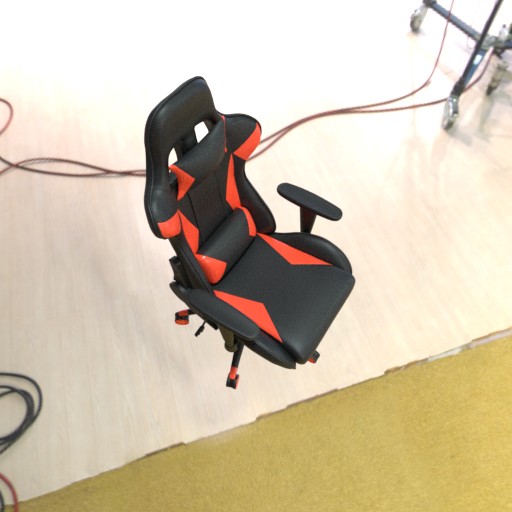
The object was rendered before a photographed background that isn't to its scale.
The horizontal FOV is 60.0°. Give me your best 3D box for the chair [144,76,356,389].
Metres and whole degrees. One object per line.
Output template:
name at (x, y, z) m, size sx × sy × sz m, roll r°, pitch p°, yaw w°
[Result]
chair at (0.000, 0.000, 1.718) m, size 0.730 × 1.282 × 0.695 m, roll 29°, pitch 62°, yaw 17°
